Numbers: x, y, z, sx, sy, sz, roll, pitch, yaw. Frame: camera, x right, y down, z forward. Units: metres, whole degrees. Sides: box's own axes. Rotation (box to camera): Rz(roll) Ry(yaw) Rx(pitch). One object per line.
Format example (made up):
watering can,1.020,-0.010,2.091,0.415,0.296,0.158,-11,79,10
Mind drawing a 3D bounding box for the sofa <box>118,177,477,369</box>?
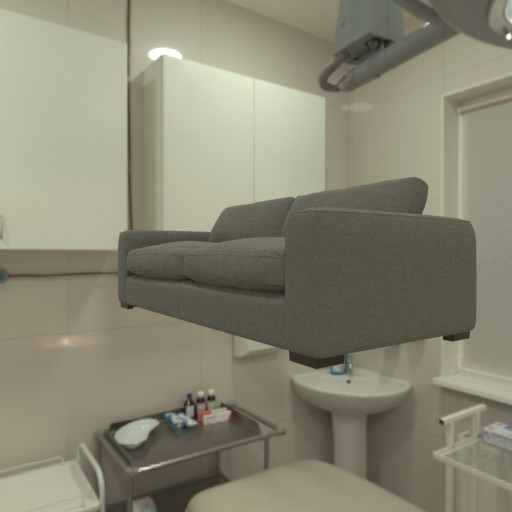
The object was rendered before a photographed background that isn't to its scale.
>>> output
sofa,0.000,0.000,2.765,1.070,0.801,2.262,0,1,-35
